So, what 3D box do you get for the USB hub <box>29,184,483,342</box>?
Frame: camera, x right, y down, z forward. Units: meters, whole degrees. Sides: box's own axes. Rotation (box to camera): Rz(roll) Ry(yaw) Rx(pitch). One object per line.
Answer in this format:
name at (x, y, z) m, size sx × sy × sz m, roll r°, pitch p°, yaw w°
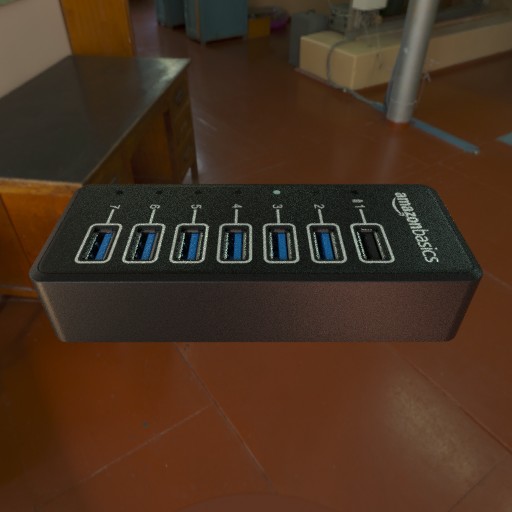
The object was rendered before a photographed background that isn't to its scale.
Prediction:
USB hub at (0.000, 0.000, 0.128) m, size 0.110 × 0.023 × 0.044 m, roll 0°, pitch 40°, yaw 0°
